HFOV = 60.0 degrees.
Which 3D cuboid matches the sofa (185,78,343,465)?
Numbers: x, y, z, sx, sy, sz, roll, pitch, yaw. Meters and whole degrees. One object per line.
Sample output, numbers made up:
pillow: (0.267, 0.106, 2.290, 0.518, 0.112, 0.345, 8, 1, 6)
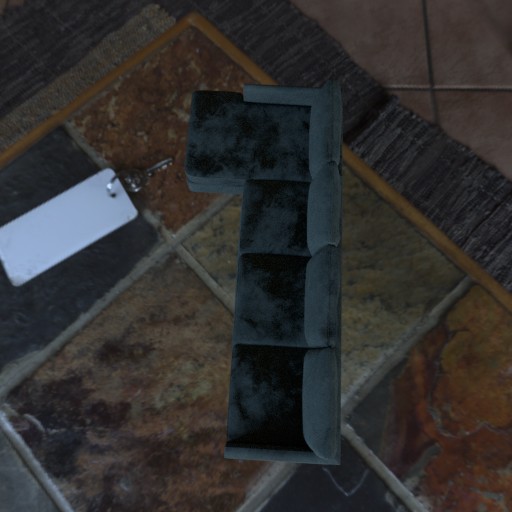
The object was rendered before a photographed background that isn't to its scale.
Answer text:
sofa: (0.000, 0.000, 4.089, 1.500, 0.967, 3.400, 3, 75, 1)
